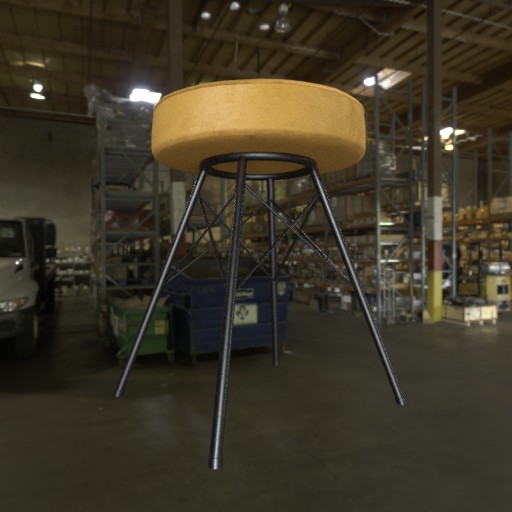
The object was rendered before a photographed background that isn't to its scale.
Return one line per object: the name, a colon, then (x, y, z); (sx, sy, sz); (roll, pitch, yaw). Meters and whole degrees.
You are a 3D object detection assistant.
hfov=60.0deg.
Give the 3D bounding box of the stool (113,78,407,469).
stool: (0.000, 0.000, 0.915); (0.472, 0.595, 0.438); (0, 0, -35)
